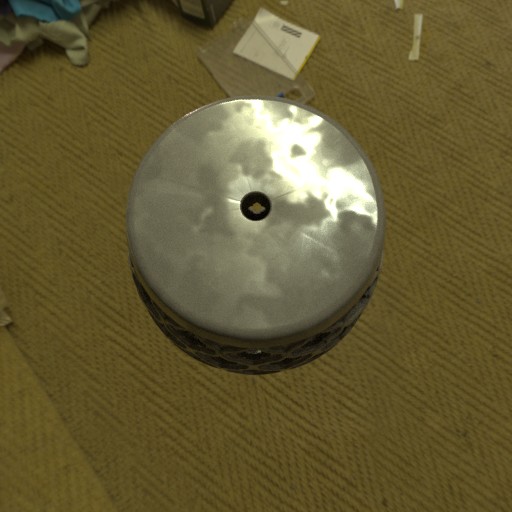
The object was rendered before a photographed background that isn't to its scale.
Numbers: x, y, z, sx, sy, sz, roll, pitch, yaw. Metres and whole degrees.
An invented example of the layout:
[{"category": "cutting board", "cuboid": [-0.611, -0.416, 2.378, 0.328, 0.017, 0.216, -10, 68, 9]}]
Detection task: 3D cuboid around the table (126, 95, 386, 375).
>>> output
[{"category": "table", "cuboid": [0.000, 0.000, 0.627, 0.325, 0.388, 0.325, 0, 75, 0]}]
